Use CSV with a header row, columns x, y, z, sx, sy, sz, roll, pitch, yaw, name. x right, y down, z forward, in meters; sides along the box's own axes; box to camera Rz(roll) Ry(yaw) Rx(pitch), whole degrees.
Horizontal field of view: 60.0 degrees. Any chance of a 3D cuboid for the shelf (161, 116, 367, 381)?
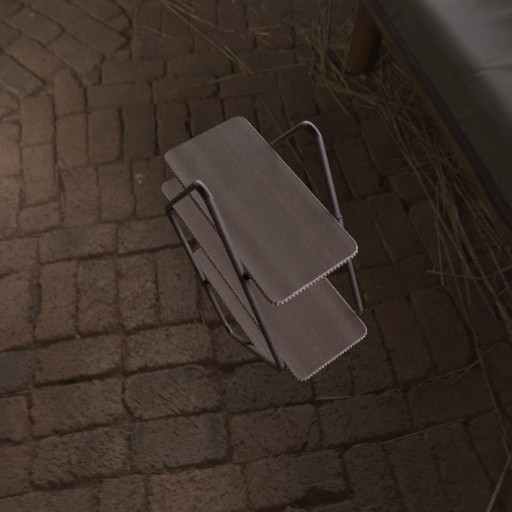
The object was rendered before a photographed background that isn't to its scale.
x,y,z,sx,sy,sz,roll,pitch,yaw,name
0.000,0.000,1.071,0.234,0.774,0.609,-32,68,-15,shelf
